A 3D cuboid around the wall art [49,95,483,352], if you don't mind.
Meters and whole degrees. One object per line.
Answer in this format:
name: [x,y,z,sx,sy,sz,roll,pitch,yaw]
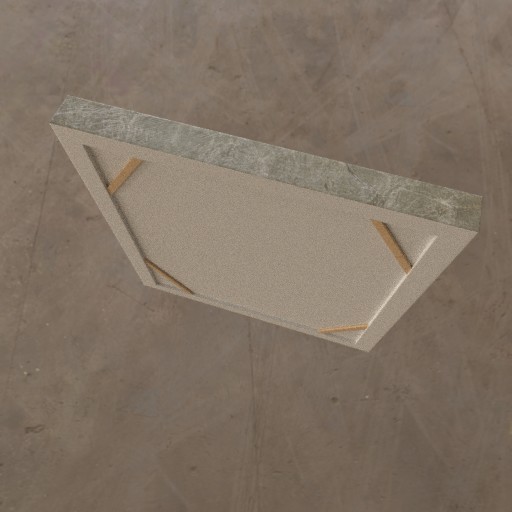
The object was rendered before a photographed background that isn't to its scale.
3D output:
wall art: [0.000,0.000,0.590,0.405,0.407,0.038,16,65,8]
